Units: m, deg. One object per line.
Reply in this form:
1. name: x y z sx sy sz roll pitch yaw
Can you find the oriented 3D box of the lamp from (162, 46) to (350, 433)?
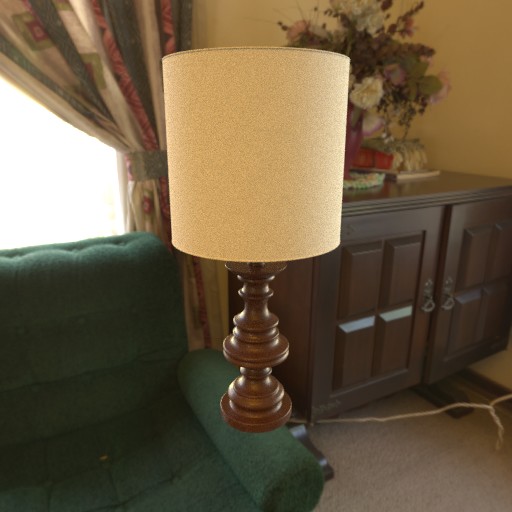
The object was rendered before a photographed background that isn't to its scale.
1. lamp: 0.000 0.000 0.565 0.208 0.455 0.208 15 22 42
